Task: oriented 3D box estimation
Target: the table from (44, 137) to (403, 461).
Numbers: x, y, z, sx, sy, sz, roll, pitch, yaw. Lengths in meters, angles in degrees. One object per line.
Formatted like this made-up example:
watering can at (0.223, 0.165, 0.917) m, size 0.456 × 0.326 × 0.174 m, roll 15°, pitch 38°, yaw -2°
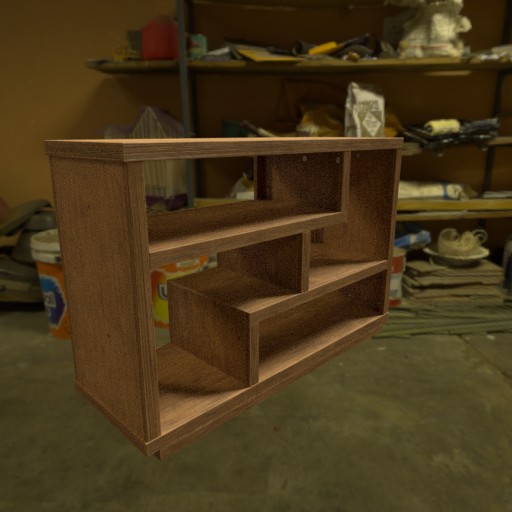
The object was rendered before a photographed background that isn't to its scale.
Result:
table at (0.000, 0.000, 1.508) m, size 1.151 × 0.771 × 0.410 m, roll -15°, pitch 21°, yaw -43°
